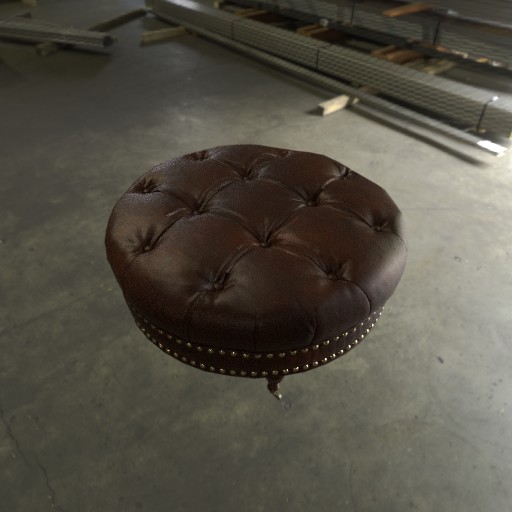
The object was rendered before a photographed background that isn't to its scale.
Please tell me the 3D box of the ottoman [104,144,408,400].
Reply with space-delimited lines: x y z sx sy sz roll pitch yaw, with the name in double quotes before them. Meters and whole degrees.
"ottoman" 0.000 0.000 1.432 0.901 0.455 0.901 0 41 0
